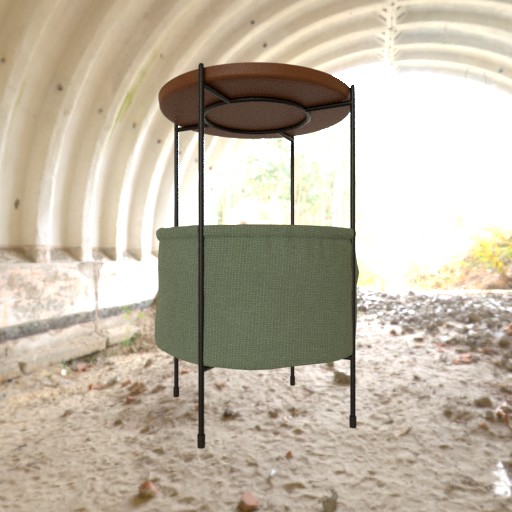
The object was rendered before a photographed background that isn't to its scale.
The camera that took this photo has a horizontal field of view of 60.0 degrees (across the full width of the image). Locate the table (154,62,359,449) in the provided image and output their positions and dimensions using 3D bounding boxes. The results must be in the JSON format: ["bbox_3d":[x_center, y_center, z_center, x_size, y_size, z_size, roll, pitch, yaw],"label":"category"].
[{"bbox_3d":[0.000,0.000,0.895,0.400,0.623,0.400,0,0,-18],"label":"table"}]
